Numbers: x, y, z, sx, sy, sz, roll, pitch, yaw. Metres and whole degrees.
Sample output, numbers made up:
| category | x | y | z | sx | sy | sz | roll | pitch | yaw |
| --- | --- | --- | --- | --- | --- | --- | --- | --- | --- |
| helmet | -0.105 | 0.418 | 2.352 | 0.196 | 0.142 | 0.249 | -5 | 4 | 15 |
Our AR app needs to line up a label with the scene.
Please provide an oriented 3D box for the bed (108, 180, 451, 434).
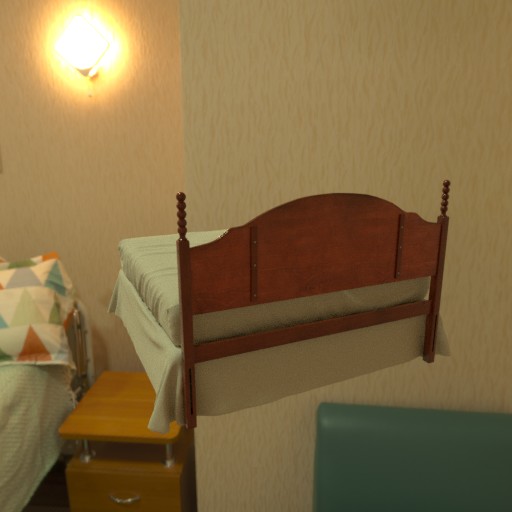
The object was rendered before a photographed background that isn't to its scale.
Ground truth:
| category | x | y | z | sx | sy | sz | roll | pitch | yaw |
| --- | --- | --- | --- | --- | --- | --- | --- | --- | --- |
| bed | 0.000 | 0.000 | 3.732 | 2.322 | 1.355 | 2.219 | -7 | 16 | -24 |
